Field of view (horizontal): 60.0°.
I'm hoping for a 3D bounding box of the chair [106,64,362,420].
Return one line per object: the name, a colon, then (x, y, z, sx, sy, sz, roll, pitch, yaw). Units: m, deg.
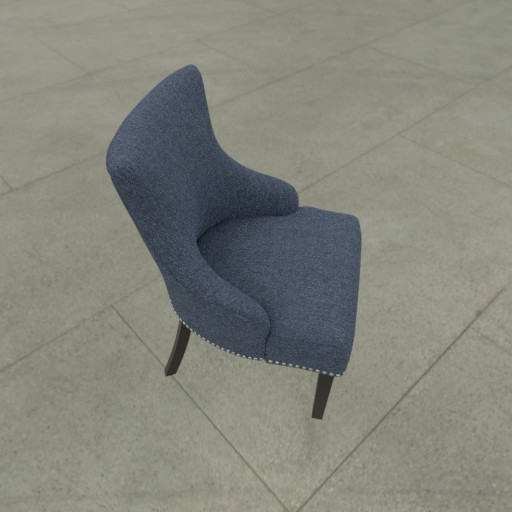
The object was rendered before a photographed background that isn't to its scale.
chair: (0.000, 0.000, 1.330, 0.629, 0.909, 0.566, 9, 47, 9)
